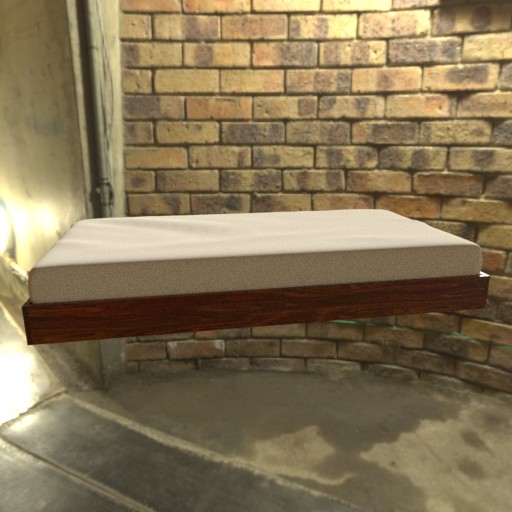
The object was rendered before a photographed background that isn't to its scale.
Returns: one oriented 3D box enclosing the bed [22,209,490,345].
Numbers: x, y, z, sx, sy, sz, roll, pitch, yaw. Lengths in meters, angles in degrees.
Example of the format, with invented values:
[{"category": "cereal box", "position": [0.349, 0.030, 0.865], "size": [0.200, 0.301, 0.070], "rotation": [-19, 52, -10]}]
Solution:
[{"category": "bed", "position": [0.000, 0.000, 2.171], "size": [1.860, 0.312, 0.940], "rotation": [-3, 16, -10]}]
